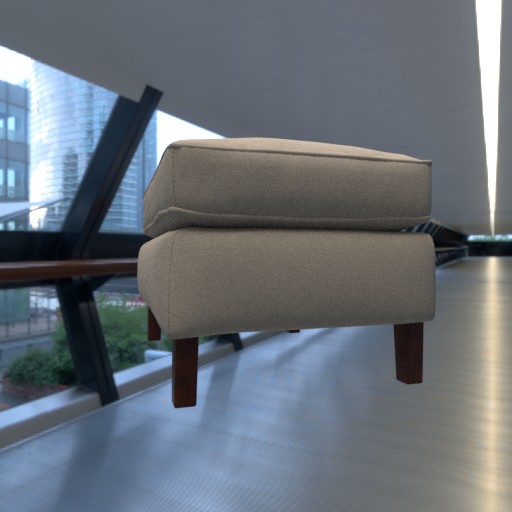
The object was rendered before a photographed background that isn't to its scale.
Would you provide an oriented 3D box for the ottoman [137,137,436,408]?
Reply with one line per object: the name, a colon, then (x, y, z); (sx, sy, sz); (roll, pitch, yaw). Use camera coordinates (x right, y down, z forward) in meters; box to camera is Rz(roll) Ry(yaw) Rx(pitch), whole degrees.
ottoman: (0.000, 0.000, 0.999); (0.501, 0.456, 0.665); (0, 0, -17)
